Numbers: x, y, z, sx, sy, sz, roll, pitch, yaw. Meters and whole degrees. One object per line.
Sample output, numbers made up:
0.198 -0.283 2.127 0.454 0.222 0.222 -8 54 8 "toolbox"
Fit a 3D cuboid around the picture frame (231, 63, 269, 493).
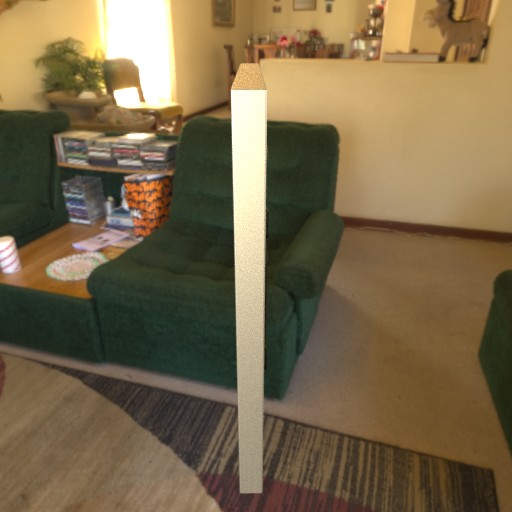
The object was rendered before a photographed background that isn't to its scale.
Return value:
0.000 0.000 0.503 0.036 0.386 0.307 0 26 -1 "picture frame"
